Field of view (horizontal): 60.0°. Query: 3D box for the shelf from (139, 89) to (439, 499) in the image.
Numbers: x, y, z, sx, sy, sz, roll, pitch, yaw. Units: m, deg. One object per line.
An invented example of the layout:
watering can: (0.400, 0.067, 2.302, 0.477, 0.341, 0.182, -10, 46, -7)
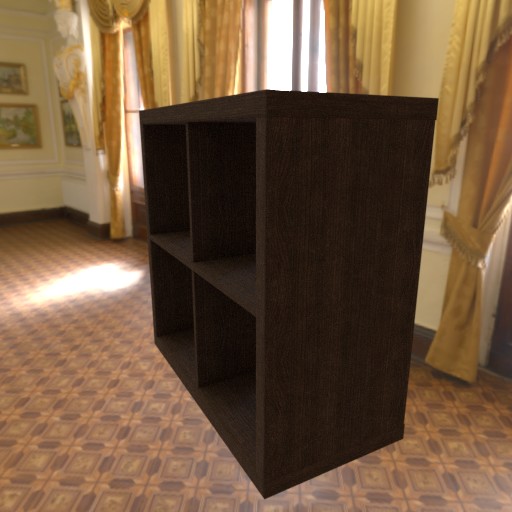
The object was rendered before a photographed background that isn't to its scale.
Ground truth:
shelf: (0.000, 0.000, 1.223, 0.390, 0.786, 0.790, -8, 18, -27)
